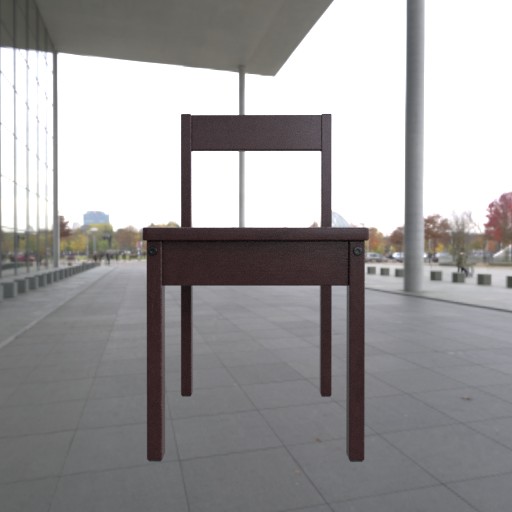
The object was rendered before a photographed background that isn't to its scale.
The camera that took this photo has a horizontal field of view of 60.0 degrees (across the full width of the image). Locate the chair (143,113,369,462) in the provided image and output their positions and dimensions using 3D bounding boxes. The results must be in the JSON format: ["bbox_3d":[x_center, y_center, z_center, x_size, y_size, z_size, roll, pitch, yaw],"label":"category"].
[{"bbox_3d":[0.000,0.000,0.888,0.367,0.668,0.361,0,0,0],"label":"chair"}]
